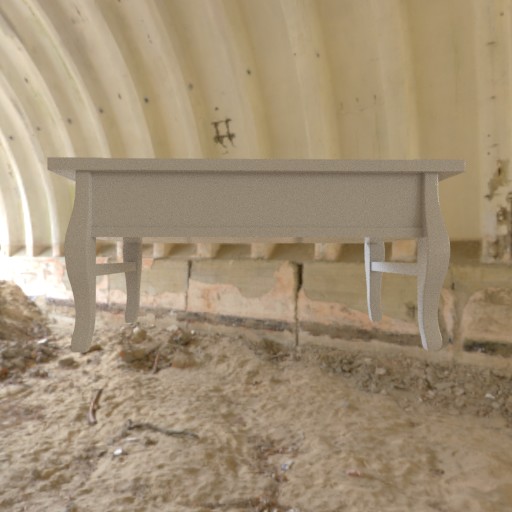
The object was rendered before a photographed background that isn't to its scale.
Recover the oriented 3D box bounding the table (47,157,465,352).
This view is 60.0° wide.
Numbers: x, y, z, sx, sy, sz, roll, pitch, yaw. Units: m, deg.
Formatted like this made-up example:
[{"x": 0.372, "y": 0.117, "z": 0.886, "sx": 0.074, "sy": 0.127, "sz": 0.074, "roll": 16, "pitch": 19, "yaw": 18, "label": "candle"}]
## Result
[{"x": 0.000, "y": 0.000, "z": 1.416, "sx": 1.062, "sy": 0.495, "sz": 0.600, "roll": 0, "pitch": 0, "yaw": -1, "label": "table"}]
